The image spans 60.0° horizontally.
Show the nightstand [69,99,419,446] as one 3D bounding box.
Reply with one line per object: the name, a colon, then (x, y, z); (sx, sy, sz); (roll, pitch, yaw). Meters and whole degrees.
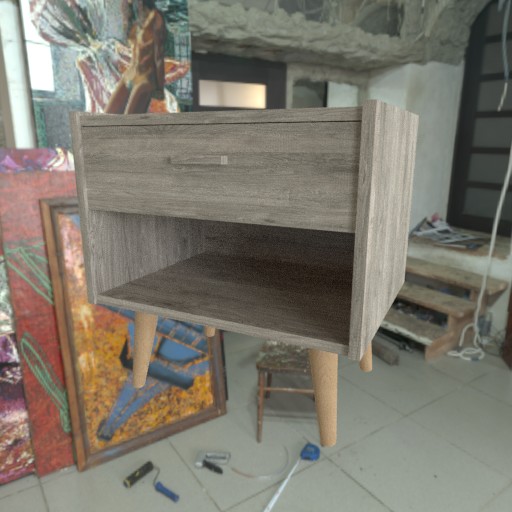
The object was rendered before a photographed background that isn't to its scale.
nightstand: (0.000, 0.000, 0.816); (0.480, 0.500, 0.380); (7, 16, 26)
